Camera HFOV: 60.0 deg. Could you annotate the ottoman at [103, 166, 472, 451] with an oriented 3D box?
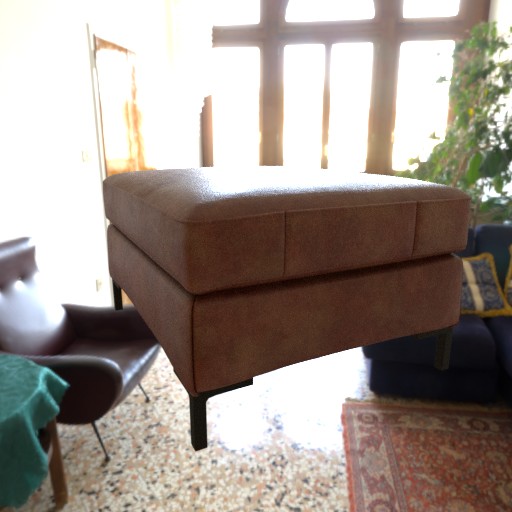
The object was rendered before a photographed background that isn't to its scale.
[{"bbox_3d":[0.000,0.000,1.749,0.965,0.667,1.186,-7,16,-26],"label":"ottoman"}]
